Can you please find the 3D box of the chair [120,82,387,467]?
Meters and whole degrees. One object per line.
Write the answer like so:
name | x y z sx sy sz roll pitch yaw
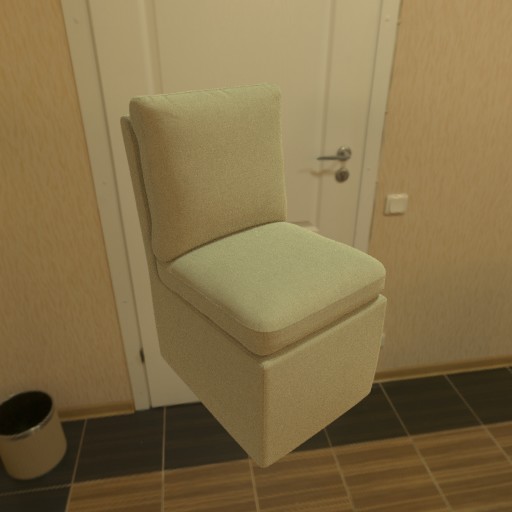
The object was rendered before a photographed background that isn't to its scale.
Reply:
chair | 0.000 0.000 1.361 0.503 0.927 0.698 -21 35 -33
